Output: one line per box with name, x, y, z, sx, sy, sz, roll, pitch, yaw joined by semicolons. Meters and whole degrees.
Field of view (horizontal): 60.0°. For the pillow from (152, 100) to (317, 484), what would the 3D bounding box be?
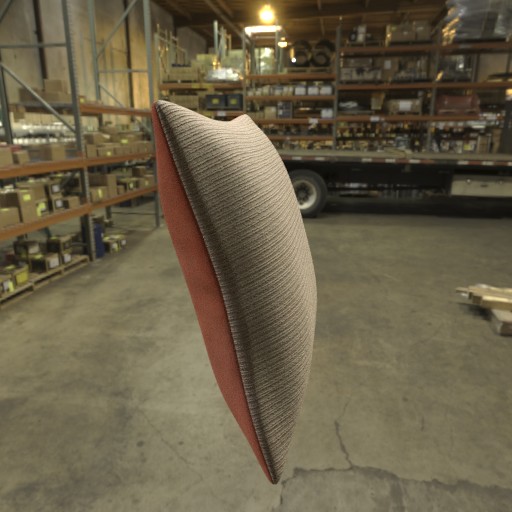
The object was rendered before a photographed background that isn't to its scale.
pillow;0.000;0.000;0.638;0.177;0.401;0.424;3;16;9
